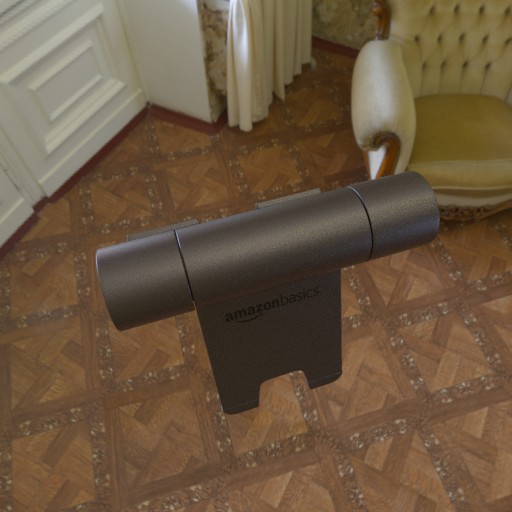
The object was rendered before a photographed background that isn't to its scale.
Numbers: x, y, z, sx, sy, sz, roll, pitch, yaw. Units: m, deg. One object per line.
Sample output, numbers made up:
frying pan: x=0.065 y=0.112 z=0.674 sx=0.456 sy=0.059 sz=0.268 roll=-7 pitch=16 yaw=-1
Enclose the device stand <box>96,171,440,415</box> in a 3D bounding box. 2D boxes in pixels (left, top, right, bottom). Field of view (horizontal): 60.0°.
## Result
device stand: x=0.000 y=0.000 z=0.154 sx=0.088 sy=0.084 sz=0.079 roll=-15 pitch=59 yaw=-9
